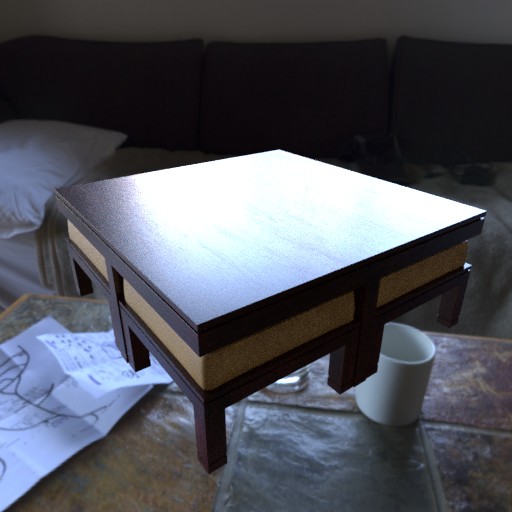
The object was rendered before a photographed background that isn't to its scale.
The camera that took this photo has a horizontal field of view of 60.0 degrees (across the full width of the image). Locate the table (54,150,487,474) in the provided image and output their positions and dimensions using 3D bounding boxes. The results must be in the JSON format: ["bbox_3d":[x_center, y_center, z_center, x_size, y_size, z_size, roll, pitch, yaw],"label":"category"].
[{"bbox_3d":[0.000,0.000,1.323,0.865,0.356,0.865,-18,32,-32],"label":"table"}]
